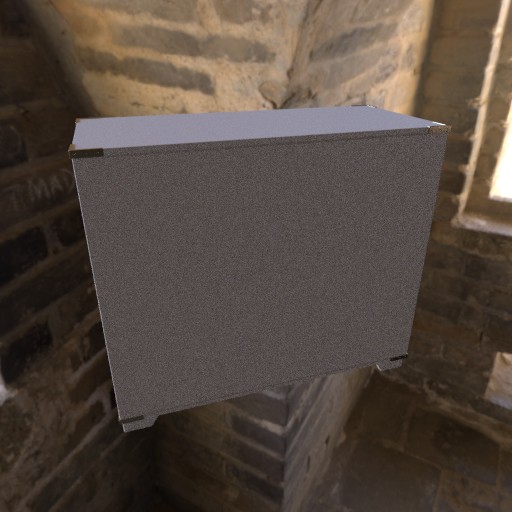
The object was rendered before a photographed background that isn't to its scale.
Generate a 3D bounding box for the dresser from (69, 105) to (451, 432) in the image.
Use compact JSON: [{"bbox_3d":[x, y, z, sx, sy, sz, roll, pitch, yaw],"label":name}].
[{"bbox_3d":[0.000,0.000,1.516,1.022,0.891,0.460,-8,27,-16],"label":"dresser"}]
